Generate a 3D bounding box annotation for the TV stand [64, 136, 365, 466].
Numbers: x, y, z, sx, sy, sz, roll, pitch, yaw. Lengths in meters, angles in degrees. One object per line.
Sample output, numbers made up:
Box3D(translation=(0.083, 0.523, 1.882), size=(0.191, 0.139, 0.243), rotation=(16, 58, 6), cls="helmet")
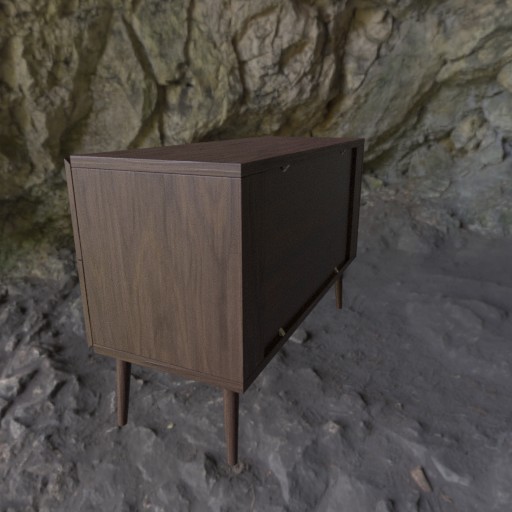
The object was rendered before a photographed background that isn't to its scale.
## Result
Box3D(translation=(0.000, 0.000, 1.348), size=(0.405, 0.660, 0.990), rotation=(8, 19, 24), cls="TV stand")
